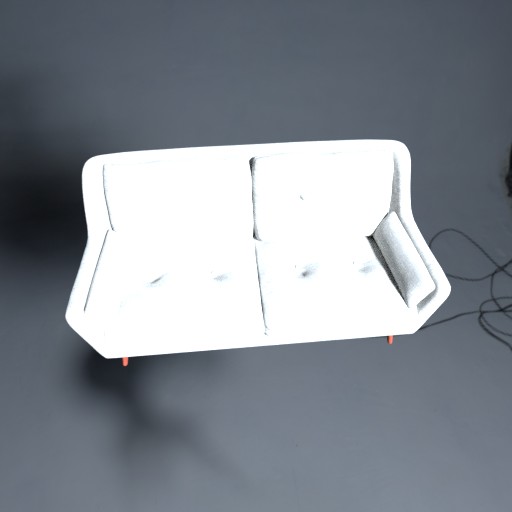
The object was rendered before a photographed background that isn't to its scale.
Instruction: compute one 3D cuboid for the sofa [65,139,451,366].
[{"bbox_3d":[0.000,0.000,2.539,1.930,0.897,0.976,-4,46,-4],"label":"sofa"}]
